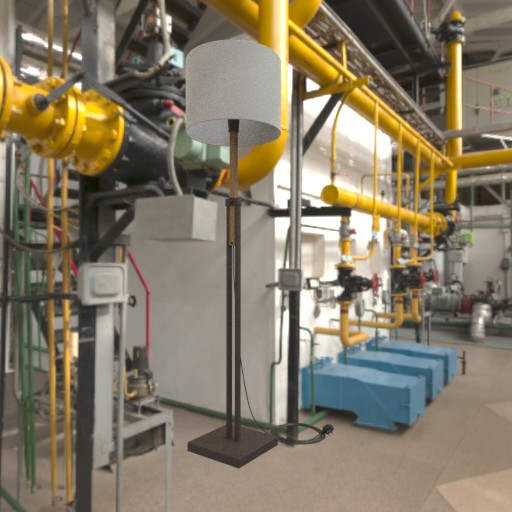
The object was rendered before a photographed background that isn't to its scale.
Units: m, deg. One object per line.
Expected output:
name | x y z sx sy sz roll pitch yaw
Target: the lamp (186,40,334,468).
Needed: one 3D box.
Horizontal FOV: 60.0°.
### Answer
lamp | 0.000 0.000 1.963 0.474 1.650 0.639 -1 -1 36
